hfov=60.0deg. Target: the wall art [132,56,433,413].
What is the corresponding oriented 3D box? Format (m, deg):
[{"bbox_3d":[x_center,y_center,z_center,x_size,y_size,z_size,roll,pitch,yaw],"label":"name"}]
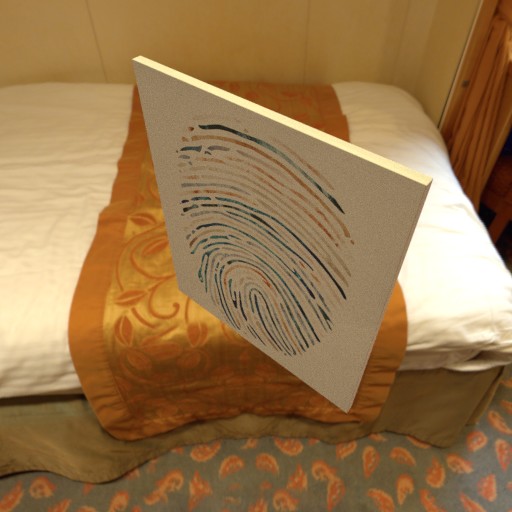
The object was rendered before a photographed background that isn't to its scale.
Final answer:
[{"bbox_3d":[0.000,0.000,0.986,0.609,0.710,0.021,32,54,26],"label":"wall art"}]
